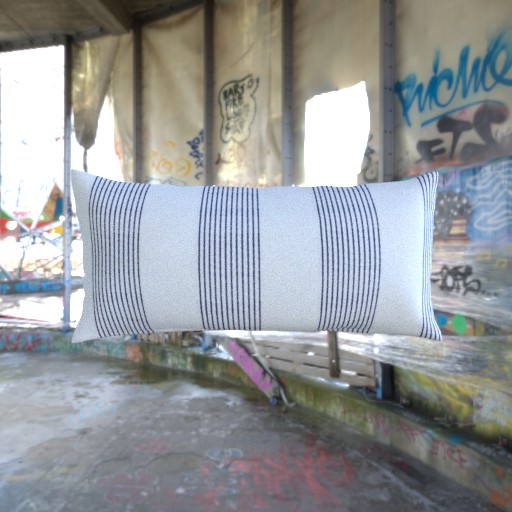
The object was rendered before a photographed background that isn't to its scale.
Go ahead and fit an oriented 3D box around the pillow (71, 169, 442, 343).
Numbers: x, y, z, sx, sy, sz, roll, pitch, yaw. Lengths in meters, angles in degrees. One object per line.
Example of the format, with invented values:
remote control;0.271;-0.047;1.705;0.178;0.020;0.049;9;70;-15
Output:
pillow;0.000;0.000;0.728;0.610;0.287;0.151;0;1;0
